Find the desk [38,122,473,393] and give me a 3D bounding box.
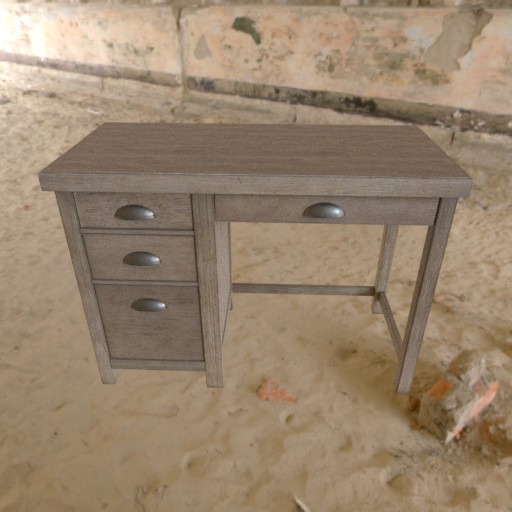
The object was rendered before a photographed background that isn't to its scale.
[{"bbox_3d":[0.000,0.000,1.799,1.289,0.912,0.610,1,31,2],"label":"desk"}]
